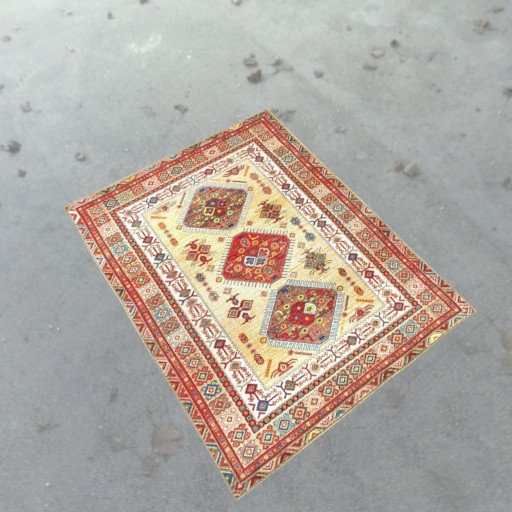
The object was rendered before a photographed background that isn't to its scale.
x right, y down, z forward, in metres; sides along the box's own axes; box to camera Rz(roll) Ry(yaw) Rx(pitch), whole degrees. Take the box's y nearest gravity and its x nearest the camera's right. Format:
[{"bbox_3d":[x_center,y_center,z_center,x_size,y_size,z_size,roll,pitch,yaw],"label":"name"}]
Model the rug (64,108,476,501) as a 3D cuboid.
[{"bbox_3d":[0.000,0.000,4.049,2.460,0.005,3.067,-31,64,-17],"label":"rug"}]
